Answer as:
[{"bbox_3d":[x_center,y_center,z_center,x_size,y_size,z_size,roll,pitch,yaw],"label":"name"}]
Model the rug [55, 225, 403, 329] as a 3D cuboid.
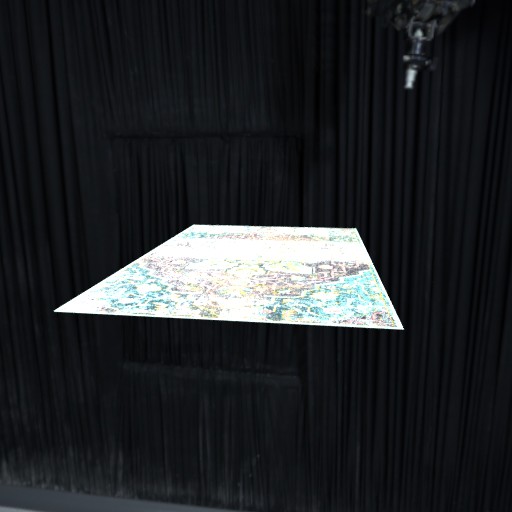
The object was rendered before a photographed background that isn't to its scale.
[{"bbox_3d":[0.000,0.000,3.023,1.566,0.004,2.363,2,14,8],"label":"rug"}]
